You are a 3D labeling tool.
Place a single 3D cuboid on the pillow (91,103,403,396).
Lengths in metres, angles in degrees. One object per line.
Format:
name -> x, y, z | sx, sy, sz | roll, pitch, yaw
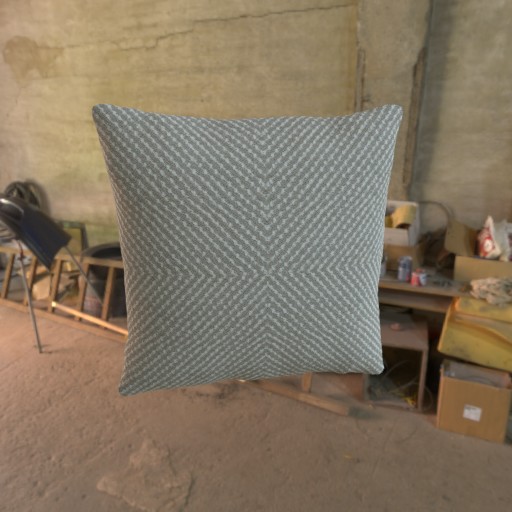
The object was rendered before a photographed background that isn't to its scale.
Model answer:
pillow -> 0.000, 0.000, 0.703 | 0.459, 0.458, 0.181 | -3, 17, -8
